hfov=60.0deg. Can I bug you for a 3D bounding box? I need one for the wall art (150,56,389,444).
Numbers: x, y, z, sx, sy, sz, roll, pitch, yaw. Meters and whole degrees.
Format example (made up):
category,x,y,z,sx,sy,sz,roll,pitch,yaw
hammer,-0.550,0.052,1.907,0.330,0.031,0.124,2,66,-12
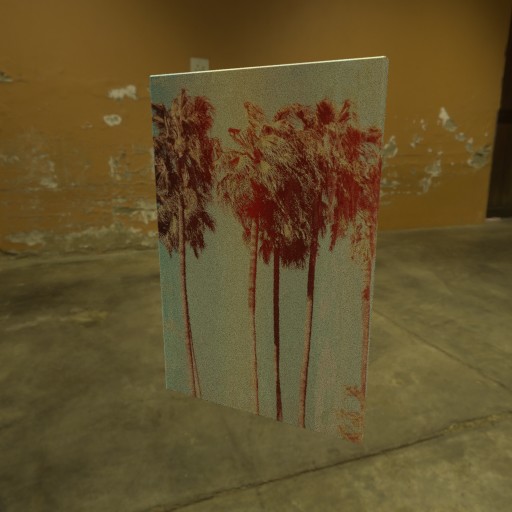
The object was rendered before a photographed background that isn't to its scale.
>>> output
category,x,y,z,sx,sy,sz,roll,pitch,yaw
wall art,0.000,0.000,1.156,0.605,0.915,0.037,7,15,25
